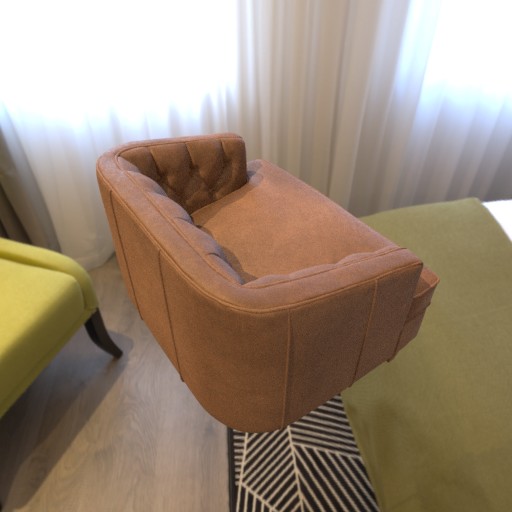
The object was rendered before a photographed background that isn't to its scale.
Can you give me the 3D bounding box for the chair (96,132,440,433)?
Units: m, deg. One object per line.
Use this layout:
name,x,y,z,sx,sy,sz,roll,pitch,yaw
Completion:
chair,0.000,0.000,1.749,0.914,0.787,1.118,-25,47,-26
